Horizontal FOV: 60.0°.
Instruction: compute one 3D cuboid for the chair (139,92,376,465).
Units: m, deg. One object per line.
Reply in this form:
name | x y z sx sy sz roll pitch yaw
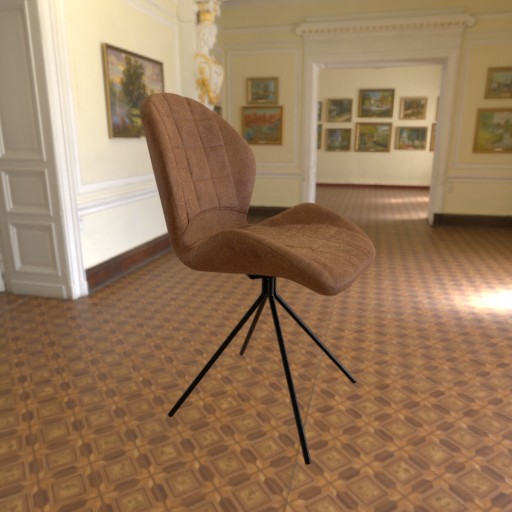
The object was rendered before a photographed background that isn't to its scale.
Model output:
chair | 0.000 0.000 1.305 0.640 0.929 0.527 8 17 26
